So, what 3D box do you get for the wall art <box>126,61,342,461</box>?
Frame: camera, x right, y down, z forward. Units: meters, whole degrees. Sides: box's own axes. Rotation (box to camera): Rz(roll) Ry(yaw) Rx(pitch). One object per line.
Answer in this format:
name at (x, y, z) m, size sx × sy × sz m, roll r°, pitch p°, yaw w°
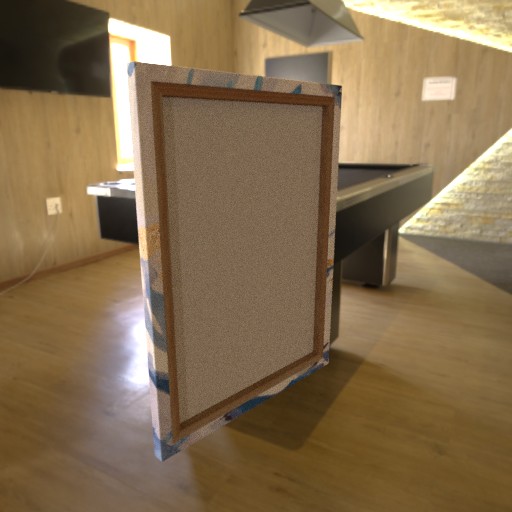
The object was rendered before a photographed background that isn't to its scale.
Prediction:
wall art at (0.000, 0.000, 1.343) m, size 0.761 × 1.015 × 0.038 m, roll -15°, pitch 22°, yaw -43°
